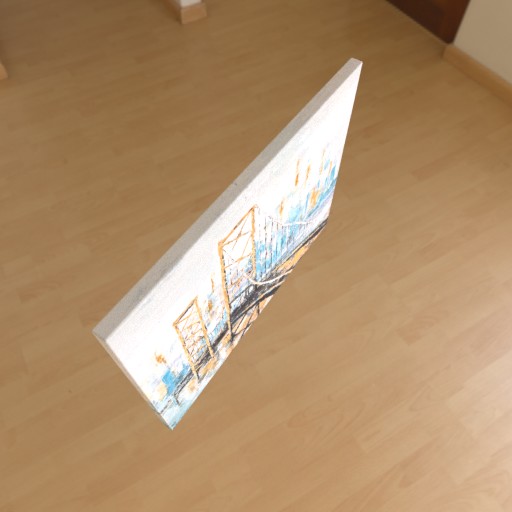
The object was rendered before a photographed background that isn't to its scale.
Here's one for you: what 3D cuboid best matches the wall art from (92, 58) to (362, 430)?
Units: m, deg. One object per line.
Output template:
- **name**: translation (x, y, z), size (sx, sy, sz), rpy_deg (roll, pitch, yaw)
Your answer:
- **wall art**: translation (0.000, 0.000, 1.350), size (0.038, 0.762, 1.016), rpy_deg (30, 62, 18)
